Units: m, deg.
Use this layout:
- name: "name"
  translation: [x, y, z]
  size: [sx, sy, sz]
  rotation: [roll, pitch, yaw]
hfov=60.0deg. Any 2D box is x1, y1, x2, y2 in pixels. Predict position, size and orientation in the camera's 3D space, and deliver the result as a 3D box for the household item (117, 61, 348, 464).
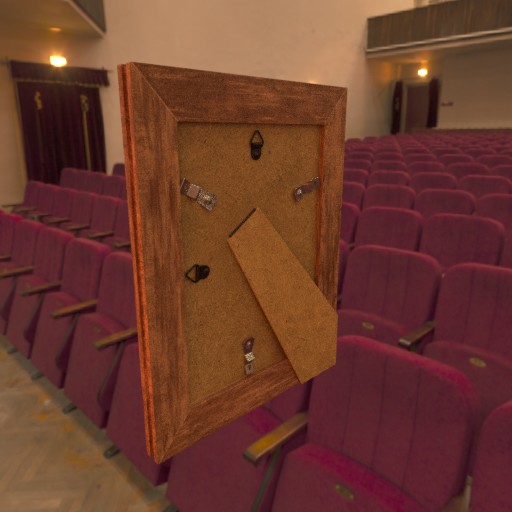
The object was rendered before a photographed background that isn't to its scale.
- name: "household item"
  translation: [0.000, 0.000, 0.317]
  size: [0.186, 0.237, 0.018]
  rotation: [-15, 21, -42]
